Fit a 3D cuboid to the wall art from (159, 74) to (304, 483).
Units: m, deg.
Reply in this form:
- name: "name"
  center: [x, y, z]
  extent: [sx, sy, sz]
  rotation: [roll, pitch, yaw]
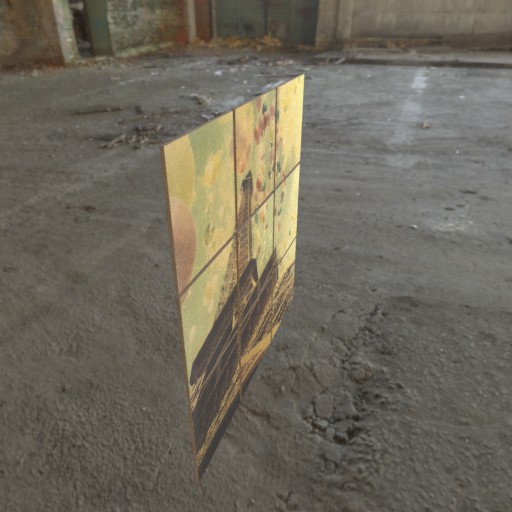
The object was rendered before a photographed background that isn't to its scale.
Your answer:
- name: "wall art"
  center: [0.000, 0.000, 1.783]
  extent: [0.013, 1.218, 1.219]
  rotation: [10, 31, 17]
